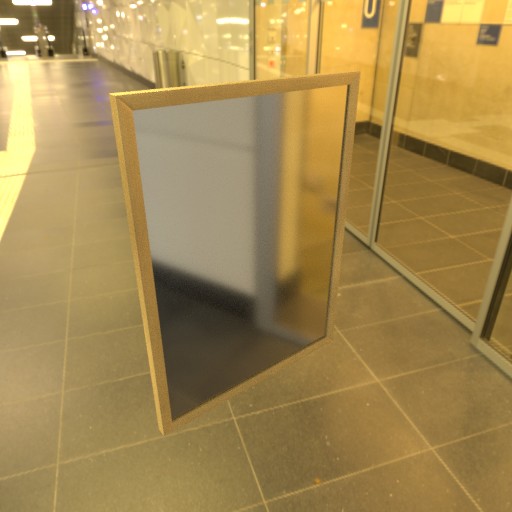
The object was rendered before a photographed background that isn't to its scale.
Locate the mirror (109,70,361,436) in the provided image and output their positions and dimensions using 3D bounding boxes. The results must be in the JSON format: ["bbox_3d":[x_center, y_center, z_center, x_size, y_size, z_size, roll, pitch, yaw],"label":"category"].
[{"bbox_3d":[0.000,0.000,1.370,0.762,1.016,0.040,-20,34,-33],"label":"mirror"}]
